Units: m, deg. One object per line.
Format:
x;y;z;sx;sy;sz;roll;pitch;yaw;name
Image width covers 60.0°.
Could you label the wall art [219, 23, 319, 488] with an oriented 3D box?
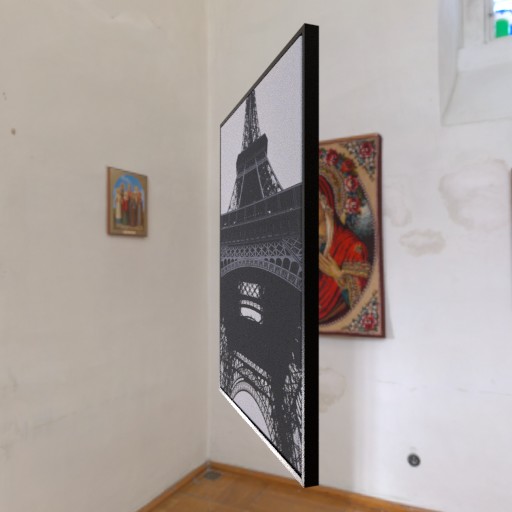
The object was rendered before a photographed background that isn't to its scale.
0.000;0.000;1.399;0.040;1.062;0.805;0;-1;-19;wall art
